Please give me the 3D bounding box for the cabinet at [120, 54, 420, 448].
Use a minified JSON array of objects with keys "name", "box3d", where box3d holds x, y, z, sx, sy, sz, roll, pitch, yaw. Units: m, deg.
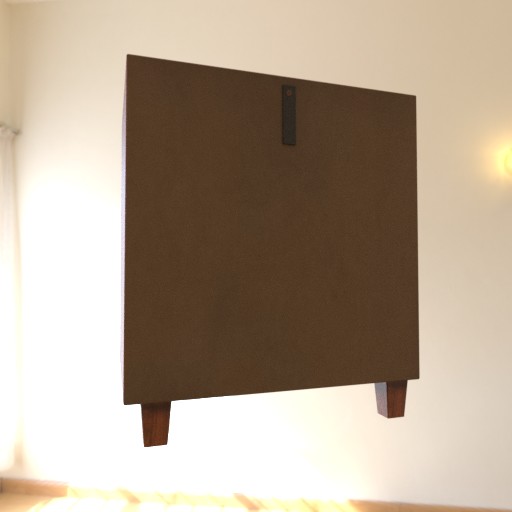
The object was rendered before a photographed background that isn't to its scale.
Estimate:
[{"name":"cabinet","box3d":[0.000,0.000,1.051,0.607,0.695,0.410,1,-2,-18]}]
